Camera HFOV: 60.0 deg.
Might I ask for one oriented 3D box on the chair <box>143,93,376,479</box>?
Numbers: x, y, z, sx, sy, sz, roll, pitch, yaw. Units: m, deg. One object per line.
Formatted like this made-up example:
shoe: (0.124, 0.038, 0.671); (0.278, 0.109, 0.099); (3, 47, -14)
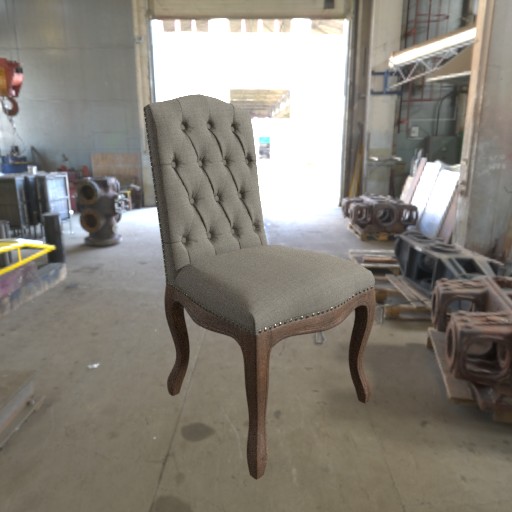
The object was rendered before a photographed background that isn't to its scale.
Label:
chair: (0.000, 0.000, 1.660); (0.637, 1.191, 0.731); (-13, 20, -42)
